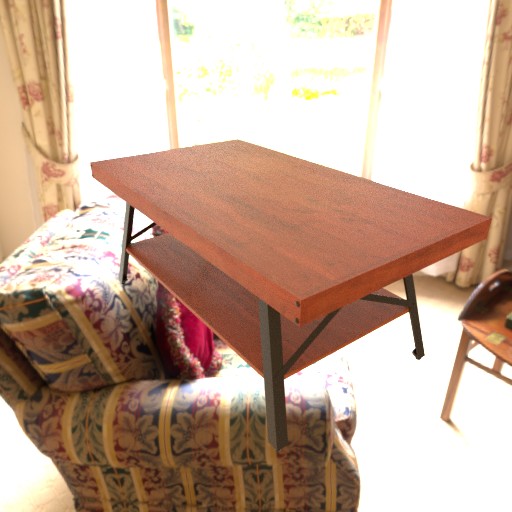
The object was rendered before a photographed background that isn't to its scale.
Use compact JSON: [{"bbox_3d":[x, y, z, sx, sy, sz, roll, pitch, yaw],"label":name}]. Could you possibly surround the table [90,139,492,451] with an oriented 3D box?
[{"bbox_3d":[0.000,0.000,1.377,0.610,0.457,1.067,-19,32,-32],"label":"table"}]
